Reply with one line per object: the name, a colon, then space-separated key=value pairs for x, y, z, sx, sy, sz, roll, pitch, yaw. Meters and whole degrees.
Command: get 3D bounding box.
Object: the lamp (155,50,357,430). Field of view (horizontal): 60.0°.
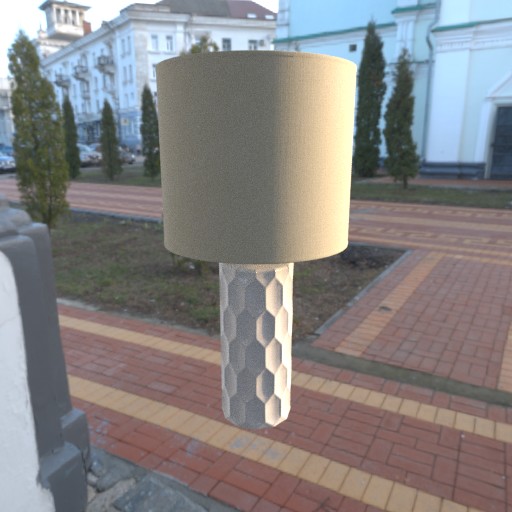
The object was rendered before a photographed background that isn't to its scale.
lamp: x=0.000 y=0.000 z=0.687 sx=0.277 sy=0.537 sz=0.277 roll=-13 pitch=19 yaw=-43
